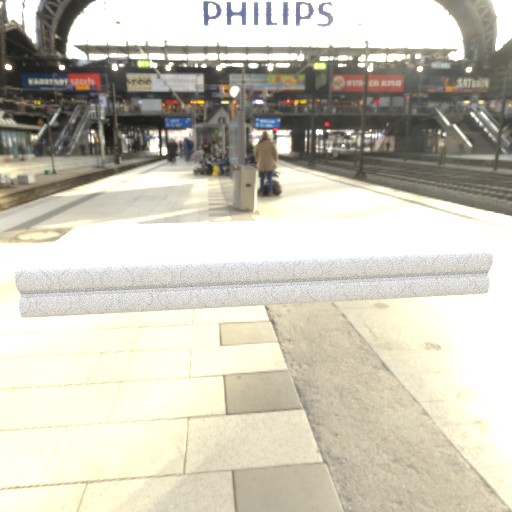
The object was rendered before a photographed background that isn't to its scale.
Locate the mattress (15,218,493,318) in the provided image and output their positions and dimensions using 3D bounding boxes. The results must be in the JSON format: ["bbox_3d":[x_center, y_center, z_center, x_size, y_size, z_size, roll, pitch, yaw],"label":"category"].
[{"bbox_3d":[0.000,0.000,2.179,1.900,0.200,0.900,-2,14,-8],"label":"mattress"}]
